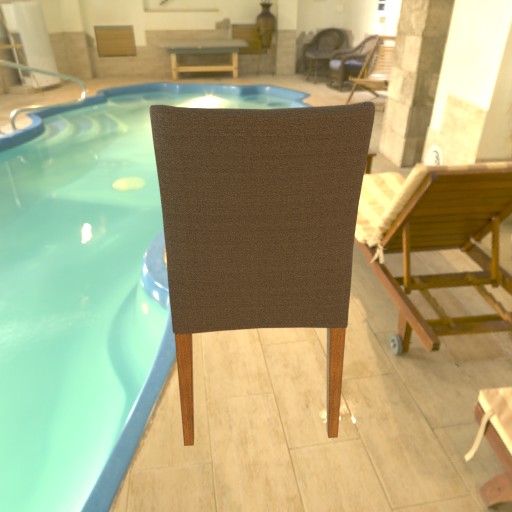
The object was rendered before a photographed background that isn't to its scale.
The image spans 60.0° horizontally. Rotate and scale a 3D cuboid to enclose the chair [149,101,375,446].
[{"bbox_3d":[0.000,0.000,1.268,0.496,0.940,0.585,-2,30,-3],"label":"chair"}]
